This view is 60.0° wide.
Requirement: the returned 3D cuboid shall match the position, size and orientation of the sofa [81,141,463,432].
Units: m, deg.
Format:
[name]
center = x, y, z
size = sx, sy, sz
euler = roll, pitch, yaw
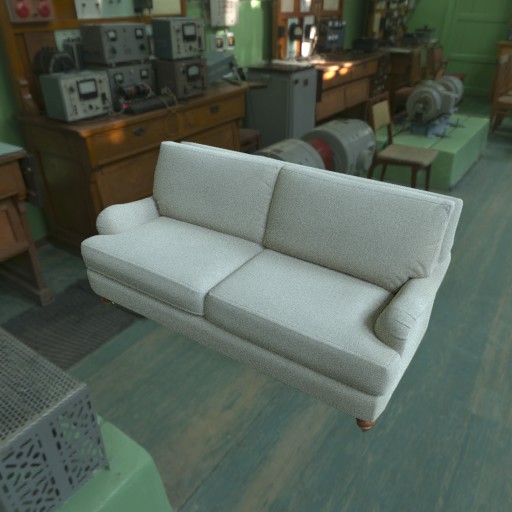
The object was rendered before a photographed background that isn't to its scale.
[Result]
[sofa]
center = 0.000, 0.000, 2.707
size = 2.070, 0.997, 1.091
euler = 19, 35, 28
